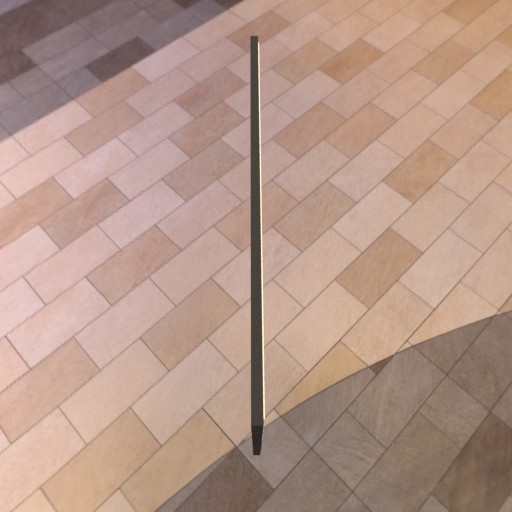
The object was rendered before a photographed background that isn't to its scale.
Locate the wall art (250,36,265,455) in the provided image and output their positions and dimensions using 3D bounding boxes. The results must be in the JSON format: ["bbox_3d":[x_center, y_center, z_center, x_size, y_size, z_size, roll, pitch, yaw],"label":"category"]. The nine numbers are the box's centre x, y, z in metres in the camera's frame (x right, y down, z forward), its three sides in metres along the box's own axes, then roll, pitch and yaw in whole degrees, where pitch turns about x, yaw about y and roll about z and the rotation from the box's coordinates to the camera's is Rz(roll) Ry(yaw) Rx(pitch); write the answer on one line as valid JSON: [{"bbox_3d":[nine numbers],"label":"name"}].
[{"bbox_3d":[0.000,0.000,1.512,0.028,0.805,1.190,0,62,0],"label":"wall art"}]
